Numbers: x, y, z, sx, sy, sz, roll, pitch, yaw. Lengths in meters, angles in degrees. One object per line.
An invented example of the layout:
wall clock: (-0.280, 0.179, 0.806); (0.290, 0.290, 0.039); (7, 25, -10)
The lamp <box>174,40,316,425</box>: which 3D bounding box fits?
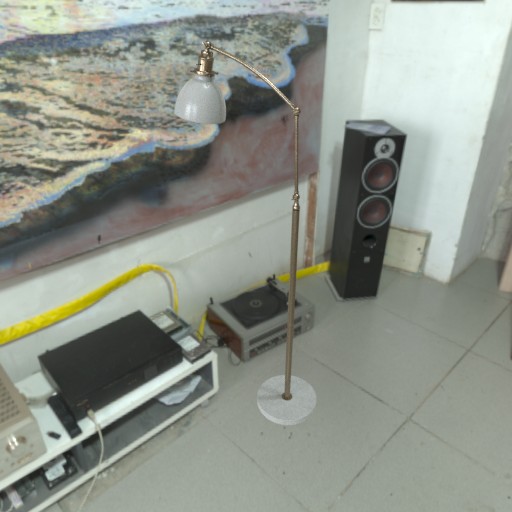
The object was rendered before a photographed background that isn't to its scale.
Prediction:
lamp: (0.000, 0.000, 1.817); (0.599, 1.586, 0.288); (8, 31, 14)
